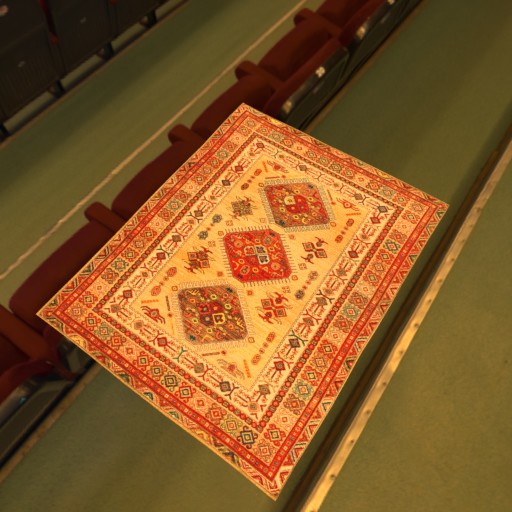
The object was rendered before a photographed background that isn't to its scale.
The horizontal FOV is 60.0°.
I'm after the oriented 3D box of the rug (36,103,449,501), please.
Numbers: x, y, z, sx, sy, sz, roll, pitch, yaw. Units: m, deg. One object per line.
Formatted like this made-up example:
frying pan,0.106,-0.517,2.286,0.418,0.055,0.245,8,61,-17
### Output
rug,0.000,0.000,4.045,2.460,0.005,3.067,31,66,16
